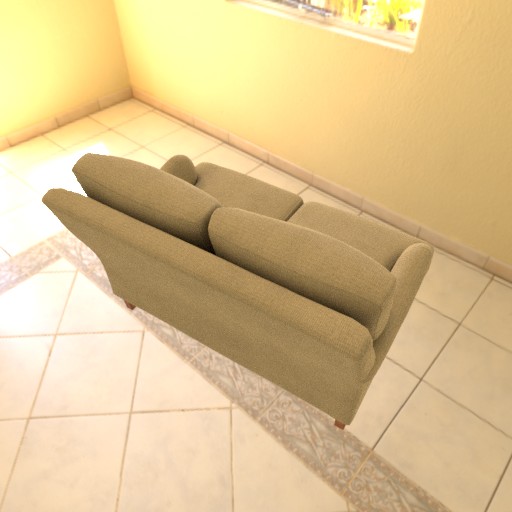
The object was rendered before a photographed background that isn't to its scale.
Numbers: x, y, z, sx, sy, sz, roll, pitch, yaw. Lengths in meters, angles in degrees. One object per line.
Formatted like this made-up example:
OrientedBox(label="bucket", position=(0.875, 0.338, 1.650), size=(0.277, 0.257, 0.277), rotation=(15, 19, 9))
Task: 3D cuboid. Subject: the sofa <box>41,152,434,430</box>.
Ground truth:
OrientedBox(label="sofa", position=(0.000, 0.000, 2.148), size=(1.480, 0.999, 1.087), rotation=(24, 50, 22))
